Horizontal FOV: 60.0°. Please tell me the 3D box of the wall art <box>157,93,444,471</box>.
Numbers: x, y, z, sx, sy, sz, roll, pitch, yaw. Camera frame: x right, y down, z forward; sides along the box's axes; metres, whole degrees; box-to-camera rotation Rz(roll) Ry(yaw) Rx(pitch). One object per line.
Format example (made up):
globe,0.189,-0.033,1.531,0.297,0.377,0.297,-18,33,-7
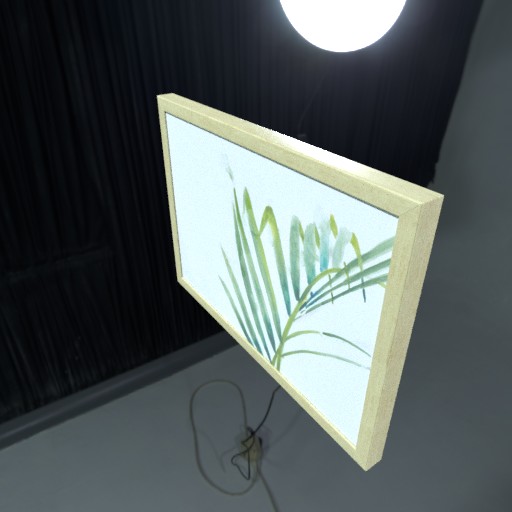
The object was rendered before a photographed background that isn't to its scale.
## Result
wall art,0.000,0.000,0.669,0.032,0.381,0.533,-20,37,-30
